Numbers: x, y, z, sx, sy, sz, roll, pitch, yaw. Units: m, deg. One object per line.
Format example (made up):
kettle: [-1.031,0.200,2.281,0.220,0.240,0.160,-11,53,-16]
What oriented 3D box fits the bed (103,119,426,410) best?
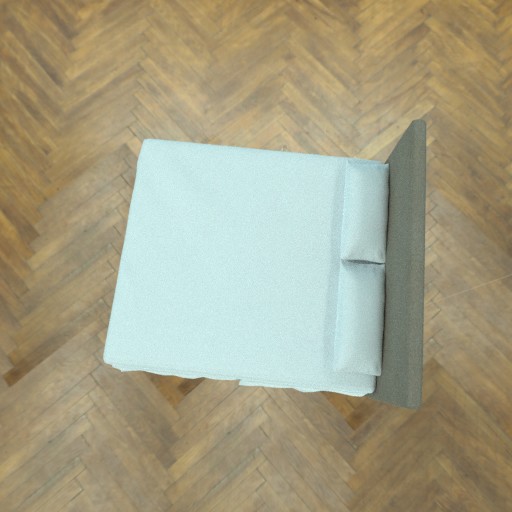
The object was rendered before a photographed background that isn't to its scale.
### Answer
bed: [0.000,0.000,3.656,2.341,1.317,2.119,6,76,1]
